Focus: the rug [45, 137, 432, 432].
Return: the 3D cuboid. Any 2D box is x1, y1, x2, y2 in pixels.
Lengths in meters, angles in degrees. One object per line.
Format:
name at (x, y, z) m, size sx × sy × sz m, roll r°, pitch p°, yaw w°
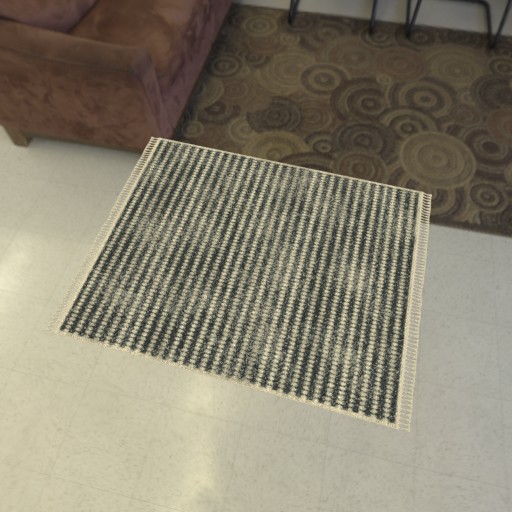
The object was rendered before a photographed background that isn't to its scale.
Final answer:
rug at (0.000, 0.000, 3.924) m, size 2.910 × 0.013 × 2.256 m, roll 13°, pitch 60°, yaw 8°
